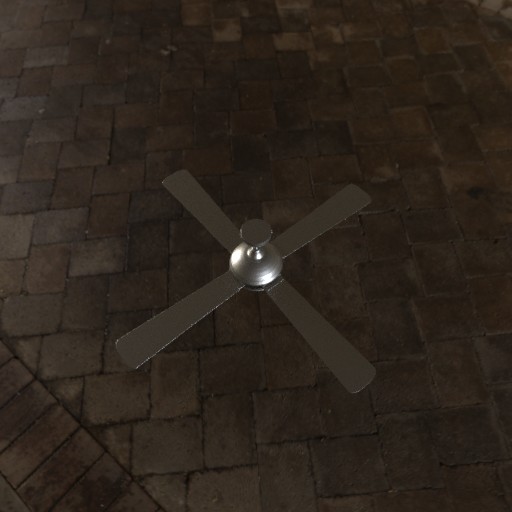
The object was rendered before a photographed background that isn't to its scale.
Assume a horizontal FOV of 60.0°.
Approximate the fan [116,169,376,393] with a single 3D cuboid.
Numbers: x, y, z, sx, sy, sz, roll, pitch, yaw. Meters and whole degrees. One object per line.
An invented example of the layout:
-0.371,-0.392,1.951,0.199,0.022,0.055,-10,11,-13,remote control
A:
0.000,0.000,1.942,1.321,0.381,1.321,-15,60,-9,fan
